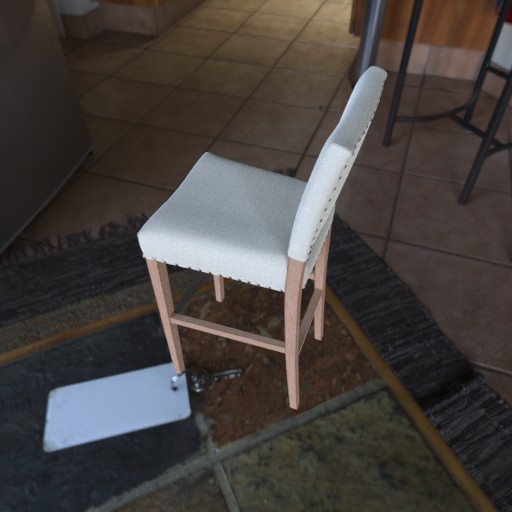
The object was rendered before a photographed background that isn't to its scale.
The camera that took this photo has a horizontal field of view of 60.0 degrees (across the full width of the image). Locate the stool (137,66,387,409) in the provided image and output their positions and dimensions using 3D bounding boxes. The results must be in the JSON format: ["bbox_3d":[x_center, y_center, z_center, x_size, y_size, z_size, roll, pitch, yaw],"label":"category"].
[{"bbox_3d":[0.000,0.000,1.414,0.546,1.143,0.428,16,49,15],"label":"stool"}]
